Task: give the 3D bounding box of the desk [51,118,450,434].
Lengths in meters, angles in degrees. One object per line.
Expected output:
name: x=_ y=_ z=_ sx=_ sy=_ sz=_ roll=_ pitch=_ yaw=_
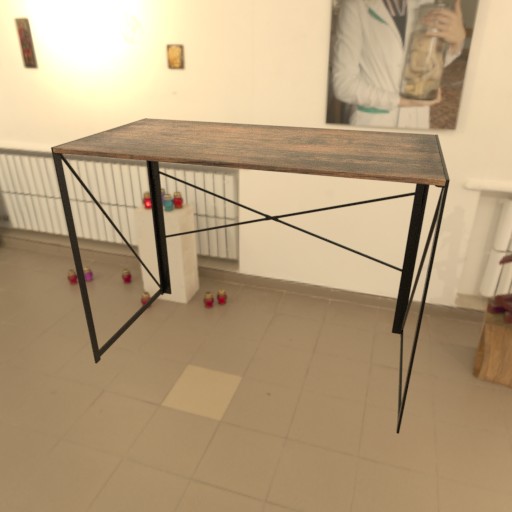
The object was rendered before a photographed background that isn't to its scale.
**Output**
desk: x=0.000 y=0.000 z=1.452 sx=1.015 sy=0.747 sz=0.505 roll=8 pitch=28 yaw=16
